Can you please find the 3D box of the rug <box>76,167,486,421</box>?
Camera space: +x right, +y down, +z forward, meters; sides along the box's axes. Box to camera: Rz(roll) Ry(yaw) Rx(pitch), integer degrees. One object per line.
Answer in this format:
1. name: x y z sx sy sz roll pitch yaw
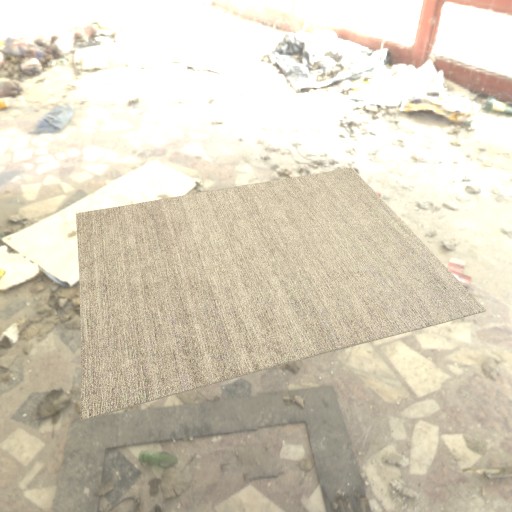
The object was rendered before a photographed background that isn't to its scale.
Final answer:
1. rug: 0.000 0.000 4.125 3.202 0.045 2.434 -12 42 -13
